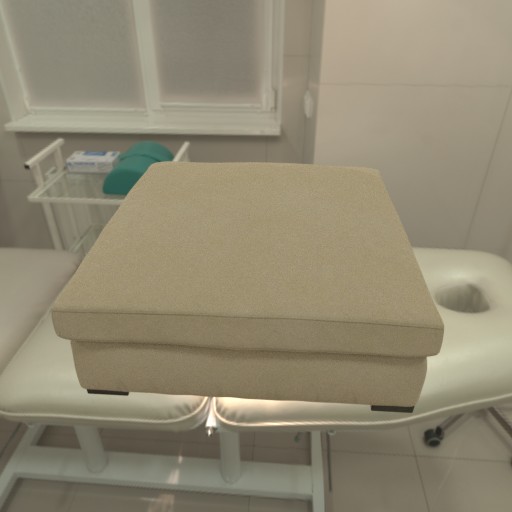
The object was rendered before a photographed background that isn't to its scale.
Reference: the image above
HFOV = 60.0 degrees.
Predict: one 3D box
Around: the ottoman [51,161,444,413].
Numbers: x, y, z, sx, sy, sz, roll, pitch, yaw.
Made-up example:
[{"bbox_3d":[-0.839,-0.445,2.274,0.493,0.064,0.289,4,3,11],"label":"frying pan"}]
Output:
[{"bbox_3d":[0.000,0.000,1.875,1.205,0.522,1.190,2,33,3],"label":"ottoman"}]
